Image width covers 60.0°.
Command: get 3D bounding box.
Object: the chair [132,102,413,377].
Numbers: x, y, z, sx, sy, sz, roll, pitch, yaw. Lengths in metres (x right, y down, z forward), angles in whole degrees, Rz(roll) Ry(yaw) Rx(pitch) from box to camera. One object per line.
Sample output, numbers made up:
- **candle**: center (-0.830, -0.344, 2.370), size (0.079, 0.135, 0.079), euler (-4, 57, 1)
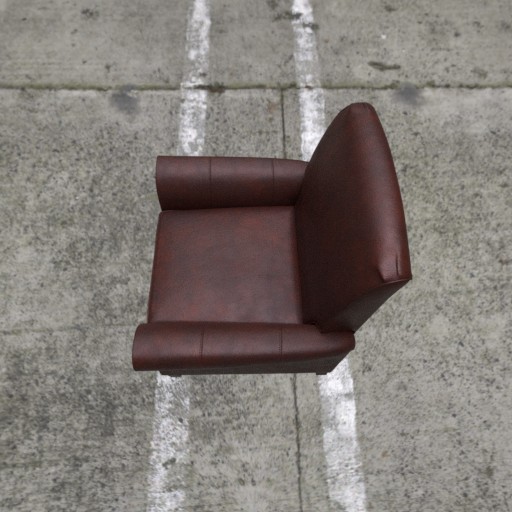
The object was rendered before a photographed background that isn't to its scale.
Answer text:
- **chair**: center (0.000, 0.000, 1.842), size (0.902, 1.061, 0.978), euler (-1, 59, -1)
